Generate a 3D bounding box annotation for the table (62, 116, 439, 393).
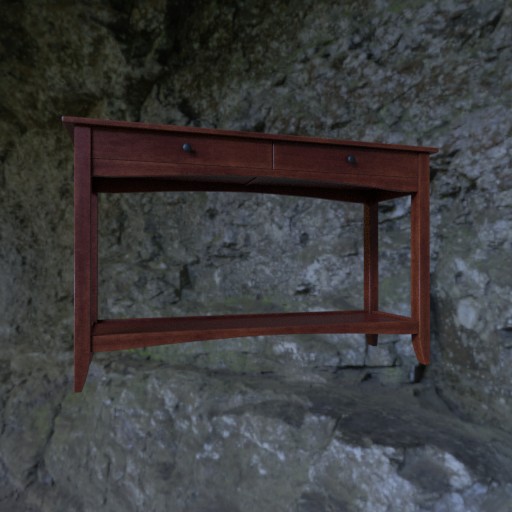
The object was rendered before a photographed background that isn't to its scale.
[{"bbox_3d":[0.000,0.000,1.527,1.188,0.739,0.392,0,0,-17],"label":"table"}]
